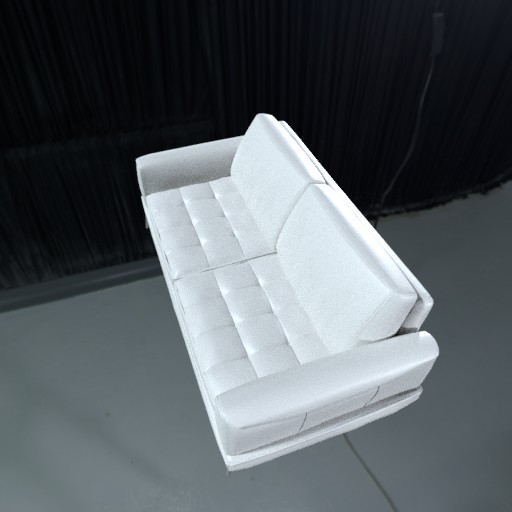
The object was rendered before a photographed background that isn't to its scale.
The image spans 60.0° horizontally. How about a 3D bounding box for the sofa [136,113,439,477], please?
[{"bbox_3d":[0.000,0.000,2.717,1.121,0.930,2.177,-15,48,-14],"label":"sofa"}]
